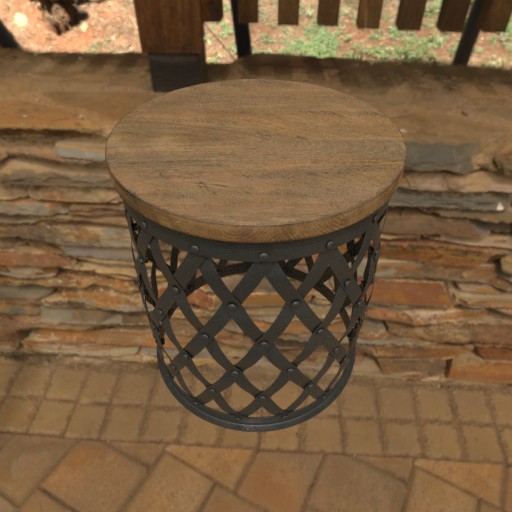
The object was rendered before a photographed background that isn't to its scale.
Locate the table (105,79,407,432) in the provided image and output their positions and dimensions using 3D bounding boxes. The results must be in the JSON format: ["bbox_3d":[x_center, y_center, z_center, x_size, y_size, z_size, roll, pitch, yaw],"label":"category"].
[{"bbox_3d":[0.000,0.000,0.763,0.405,0.454,0.405,0,42,0],"label":"table"}]
